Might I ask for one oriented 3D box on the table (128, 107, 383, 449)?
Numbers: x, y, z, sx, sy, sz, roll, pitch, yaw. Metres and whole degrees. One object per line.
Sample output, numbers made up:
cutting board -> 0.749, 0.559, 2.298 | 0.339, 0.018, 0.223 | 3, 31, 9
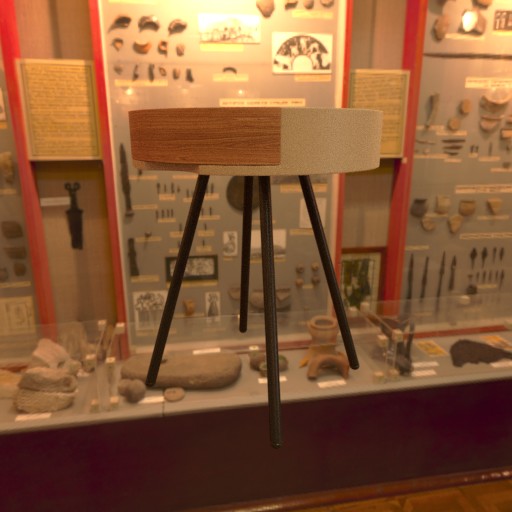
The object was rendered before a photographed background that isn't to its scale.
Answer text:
table -> 0.000, 0.000, 0.852 | 0.450, 0.525, 0.450 | 0, 16, 0
